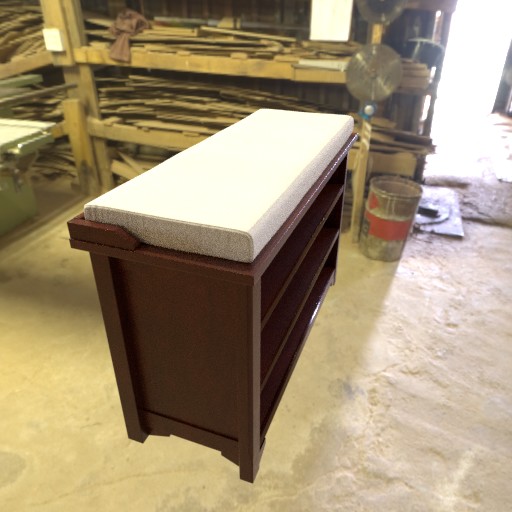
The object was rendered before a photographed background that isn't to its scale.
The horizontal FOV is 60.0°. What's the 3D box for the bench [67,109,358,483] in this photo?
[{"bbox_3d":[0.000,0.000,1.297,0.369,0.646,0.987,11,31,18],"label":"bench"}]
